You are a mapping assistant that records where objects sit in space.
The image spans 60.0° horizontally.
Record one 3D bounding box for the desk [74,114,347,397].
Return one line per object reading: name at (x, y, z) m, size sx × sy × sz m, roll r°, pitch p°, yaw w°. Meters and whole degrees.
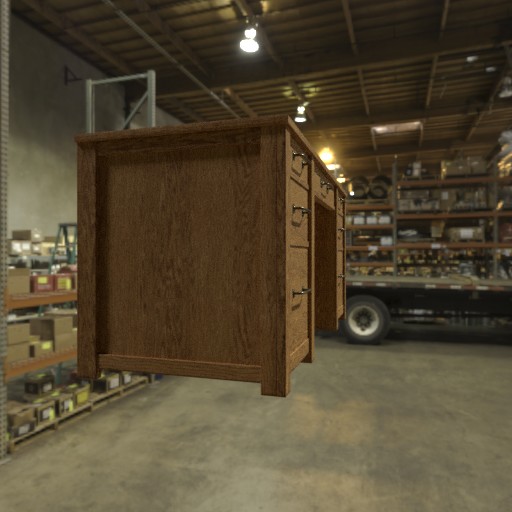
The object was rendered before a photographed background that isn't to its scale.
desk at (0.000, 0.000, 2.011) m, size 0.685 × 0.751 × 1.567 m, roll 0°, pitch 0°, yaw 17°
